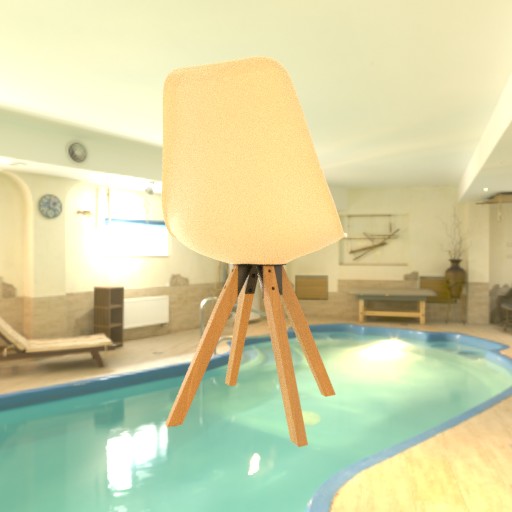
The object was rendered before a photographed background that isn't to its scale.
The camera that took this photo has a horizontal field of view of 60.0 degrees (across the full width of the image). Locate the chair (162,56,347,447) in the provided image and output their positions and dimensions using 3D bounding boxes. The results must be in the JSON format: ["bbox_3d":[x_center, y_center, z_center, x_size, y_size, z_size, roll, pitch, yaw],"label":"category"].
[{"bbox_3d":[0.000,0.000,1.212,0.485,0.849,0.550,0,0,19],"label":"chair"}]
